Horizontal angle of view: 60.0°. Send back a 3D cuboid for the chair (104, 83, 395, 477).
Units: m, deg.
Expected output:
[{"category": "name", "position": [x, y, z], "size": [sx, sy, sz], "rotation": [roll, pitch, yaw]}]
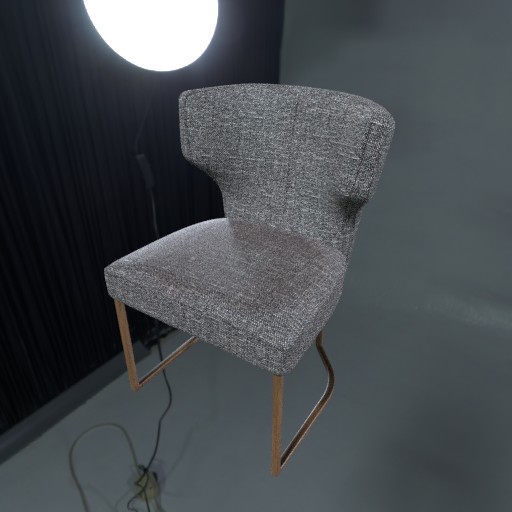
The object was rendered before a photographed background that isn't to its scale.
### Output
[{"category": "chair", "position": [0.000, 0.000, 1.231], "size": [0.611, 0.824, 0.617], "rotation": [18, 34, 29]}]
